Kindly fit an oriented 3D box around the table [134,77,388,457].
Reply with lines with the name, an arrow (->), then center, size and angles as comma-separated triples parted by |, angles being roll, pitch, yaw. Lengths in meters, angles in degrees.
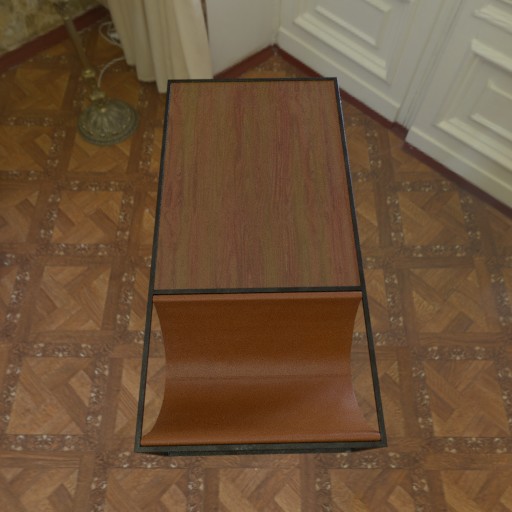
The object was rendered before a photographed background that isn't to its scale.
table -> 0.000, 0.000, 1.478 | 0.597, 0.403, 1.199 | -1, 64, 0
